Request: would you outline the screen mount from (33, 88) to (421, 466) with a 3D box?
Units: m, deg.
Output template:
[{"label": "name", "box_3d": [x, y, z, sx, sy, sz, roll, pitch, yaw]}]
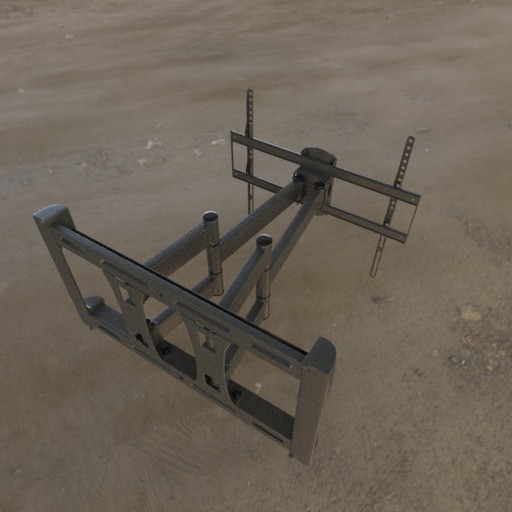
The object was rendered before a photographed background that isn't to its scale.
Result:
[{"label": "screen mount", "box_3d": [0.000, 0.000, 0.945, 0.571, 0.424, 0.556, 25, 51, 22]}]
